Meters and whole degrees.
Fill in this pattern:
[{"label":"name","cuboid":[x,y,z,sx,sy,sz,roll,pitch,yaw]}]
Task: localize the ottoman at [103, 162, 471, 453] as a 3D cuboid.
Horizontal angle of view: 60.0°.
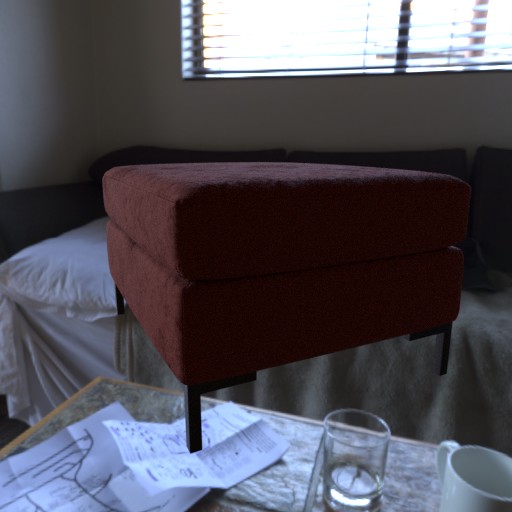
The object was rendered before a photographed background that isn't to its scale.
[{"label":"ottoman","cuboid":[0.000,0.000,1.145,0.650,0.462,0.782,-7,15,-26]}]
